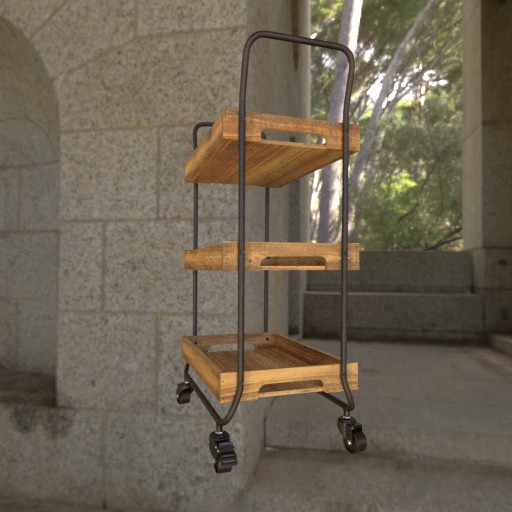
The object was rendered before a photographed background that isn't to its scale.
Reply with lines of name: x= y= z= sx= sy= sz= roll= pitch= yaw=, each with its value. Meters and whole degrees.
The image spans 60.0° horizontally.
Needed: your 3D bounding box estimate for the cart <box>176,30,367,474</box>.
cart: x=0.000 y=0.000 z=1.141 sx=0.339 sy=0.857 sz=0.583 roll=0 pitch=-1 yaw=-18
